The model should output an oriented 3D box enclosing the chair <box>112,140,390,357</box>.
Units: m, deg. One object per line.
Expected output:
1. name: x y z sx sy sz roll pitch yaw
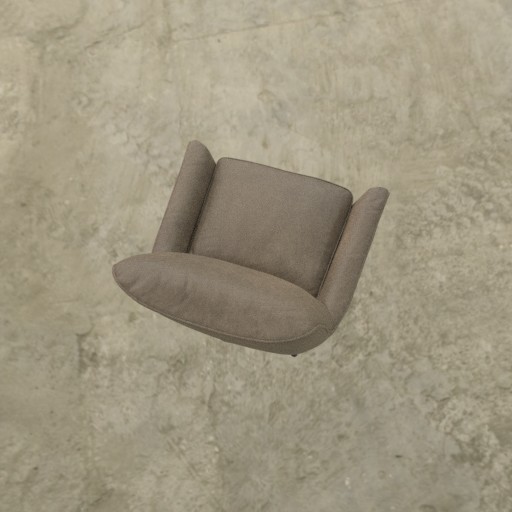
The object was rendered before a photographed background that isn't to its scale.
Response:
1. chair: 0.000 0.000 1.546 0.787 0.888 0.824 16 65 8
